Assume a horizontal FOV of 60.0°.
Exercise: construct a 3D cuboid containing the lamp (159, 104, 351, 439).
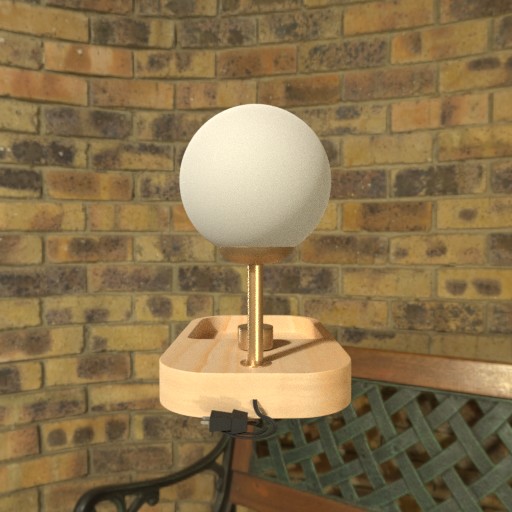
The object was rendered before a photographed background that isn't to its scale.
[{"bbox_3d":[0.000,0.000,0.475,0.173,0.253,0.331,0,1,0],"label":"lamp"}]
